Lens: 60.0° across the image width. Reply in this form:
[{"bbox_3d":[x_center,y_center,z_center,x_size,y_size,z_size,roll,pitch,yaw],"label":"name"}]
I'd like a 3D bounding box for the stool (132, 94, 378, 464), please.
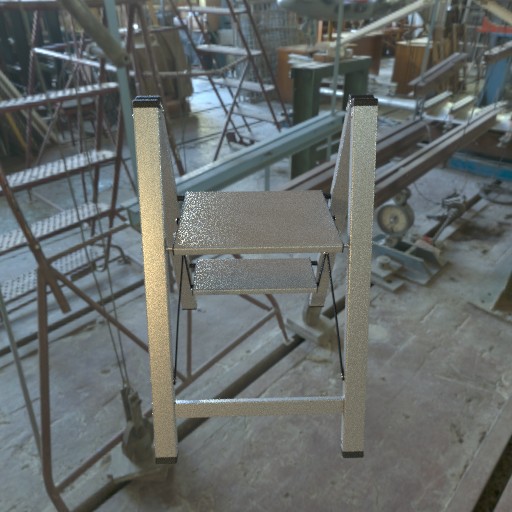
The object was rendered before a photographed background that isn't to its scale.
[{"bbox_3d":[0.000,0.000,0.972,0.440,0.670,0.535,-1,32,-2],"label":"stool"}]
